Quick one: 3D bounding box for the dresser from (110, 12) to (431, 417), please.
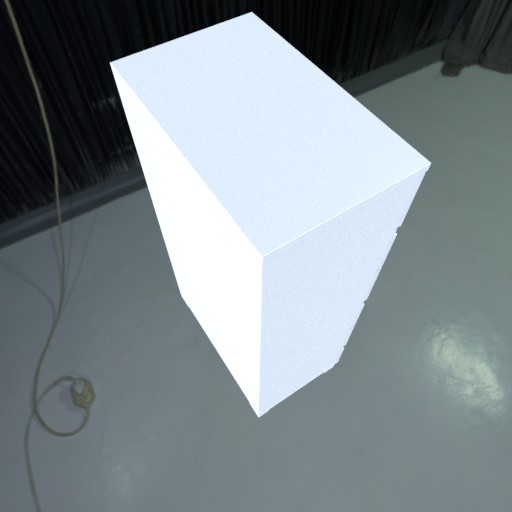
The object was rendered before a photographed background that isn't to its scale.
[{"bbox_3d":[0.000,0.000,1.461,0.400,1.190,0.650,-29,62,-17],"label":"dresser"}]
